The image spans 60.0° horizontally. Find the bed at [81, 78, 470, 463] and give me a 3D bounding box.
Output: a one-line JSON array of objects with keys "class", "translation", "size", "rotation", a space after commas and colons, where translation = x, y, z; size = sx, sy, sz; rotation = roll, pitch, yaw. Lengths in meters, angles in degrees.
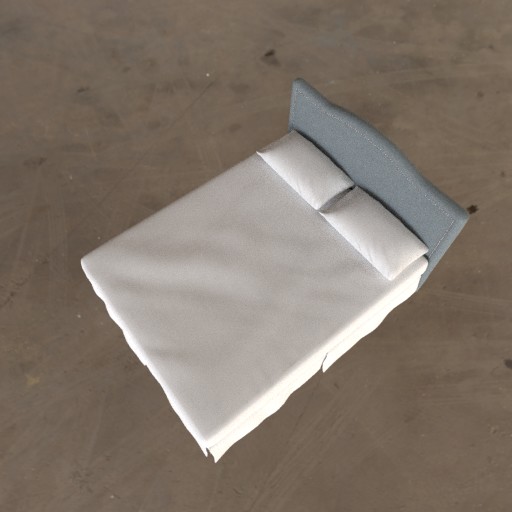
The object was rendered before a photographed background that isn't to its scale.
[{"class": "bed", "translation": [0.000, 0.000, 4.002], "size": [2.689, 1.457, 2.161], "rotation": [-35, 66, -18]}]
